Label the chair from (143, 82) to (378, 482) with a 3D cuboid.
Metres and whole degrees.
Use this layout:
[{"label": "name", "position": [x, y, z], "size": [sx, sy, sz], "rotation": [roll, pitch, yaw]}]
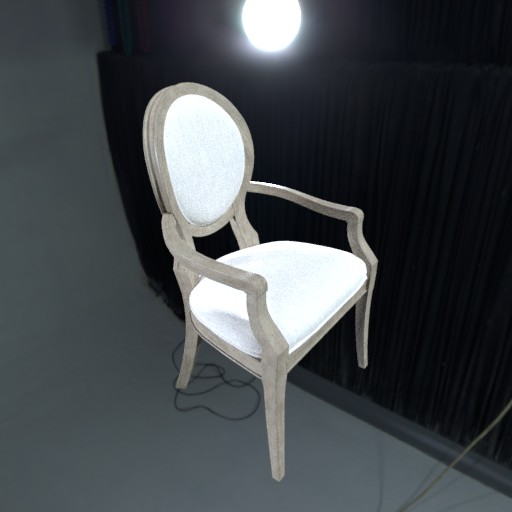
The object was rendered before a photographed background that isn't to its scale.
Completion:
[{"label": "chair", "position": [0.000, 0.000, 1.394], "size": [0.602, 0.991, 0.611], "rotation": [18, 32, 32]}]
